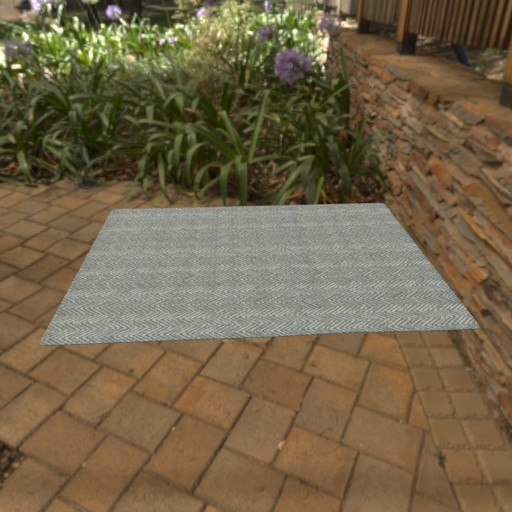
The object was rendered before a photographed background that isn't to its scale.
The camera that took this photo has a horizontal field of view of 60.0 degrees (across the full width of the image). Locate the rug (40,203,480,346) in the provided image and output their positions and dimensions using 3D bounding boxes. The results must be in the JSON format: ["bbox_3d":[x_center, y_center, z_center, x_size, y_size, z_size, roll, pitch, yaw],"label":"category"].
[{"bbox_3d":[0.000,0.000,5.197,3.957,0.011,2.894,-2,30,-3],"label":"rug"}]
